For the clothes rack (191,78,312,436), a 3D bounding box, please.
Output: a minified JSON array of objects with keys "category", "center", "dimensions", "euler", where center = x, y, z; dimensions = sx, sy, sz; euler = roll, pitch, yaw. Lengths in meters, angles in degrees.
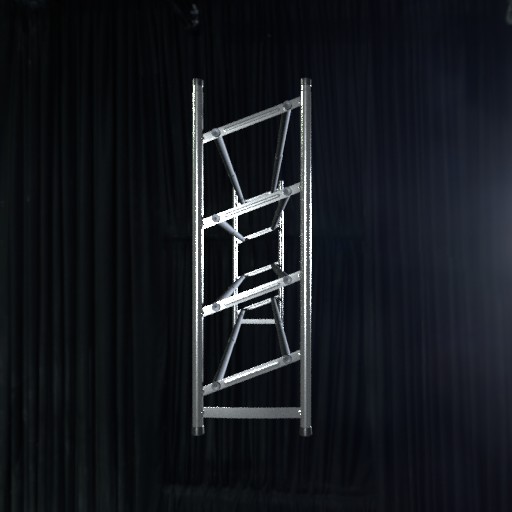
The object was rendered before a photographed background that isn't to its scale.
[{"category":"clothes rack","center":[0.000,0.000,1.413],"dimensions":[0.229,0.672,1.168],"euler":[0,0,1]}]
